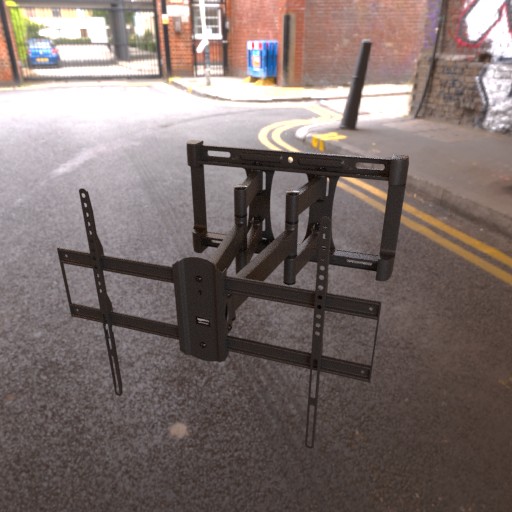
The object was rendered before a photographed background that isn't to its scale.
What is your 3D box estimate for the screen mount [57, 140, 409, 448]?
[{"bbox_3d":[0.000,0.000,1.115,0.661,0.491,0.644,9,27,17],"label":"screen mount"}]
